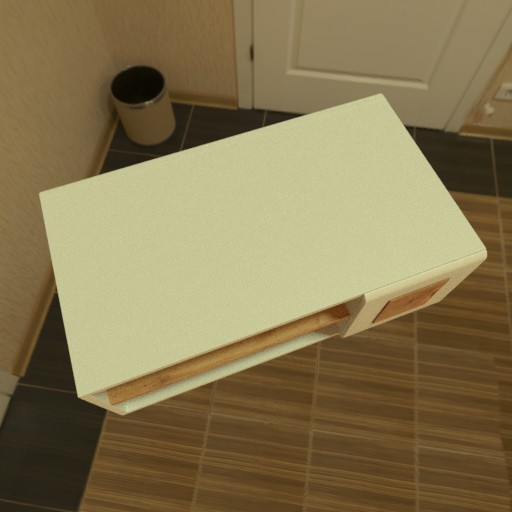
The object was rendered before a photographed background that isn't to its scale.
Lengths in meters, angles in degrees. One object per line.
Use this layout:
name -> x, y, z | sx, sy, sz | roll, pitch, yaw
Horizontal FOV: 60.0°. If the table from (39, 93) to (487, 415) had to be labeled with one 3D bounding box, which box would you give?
table -> 0.000, 0.000, 1.422 | 1.097, 0.442, 0.639 | -19, 66, -9
